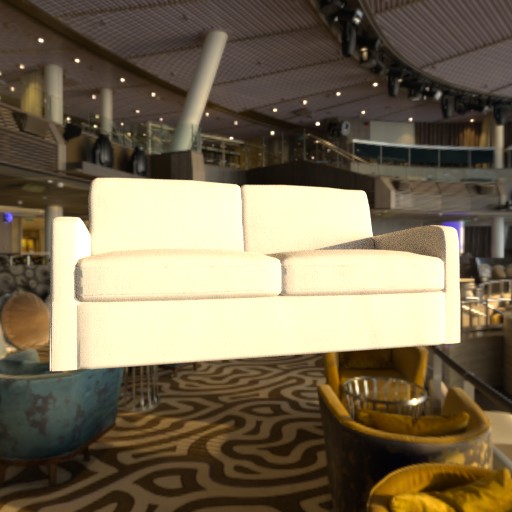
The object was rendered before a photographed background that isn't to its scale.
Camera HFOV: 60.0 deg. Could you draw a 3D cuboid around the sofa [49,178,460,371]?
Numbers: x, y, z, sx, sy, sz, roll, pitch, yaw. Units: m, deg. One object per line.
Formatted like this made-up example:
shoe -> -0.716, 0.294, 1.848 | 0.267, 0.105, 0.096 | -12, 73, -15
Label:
sofa -> 0.000, 0.000, 2.248 | 1.808, 0.831, 0.894 | 0, 0, -17
